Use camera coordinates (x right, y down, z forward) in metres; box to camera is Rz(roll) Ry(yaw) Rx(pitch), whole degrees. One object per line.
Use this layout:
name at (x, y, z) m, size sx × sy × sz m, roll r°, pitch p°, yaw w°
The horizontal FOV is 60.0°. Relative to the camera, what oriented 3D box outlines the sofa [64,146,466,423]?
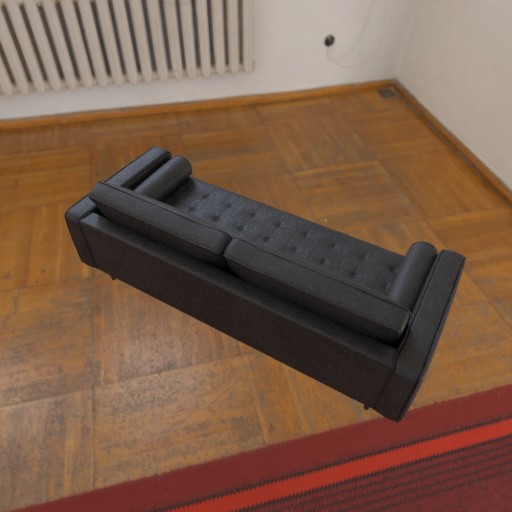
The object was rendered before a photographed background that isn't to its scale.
sofa at (0.000, 0.000, 2.675) m, size 2.210 × 0.762 × 0.914 m, roll 23°, pitch 50°, yaw 21°
